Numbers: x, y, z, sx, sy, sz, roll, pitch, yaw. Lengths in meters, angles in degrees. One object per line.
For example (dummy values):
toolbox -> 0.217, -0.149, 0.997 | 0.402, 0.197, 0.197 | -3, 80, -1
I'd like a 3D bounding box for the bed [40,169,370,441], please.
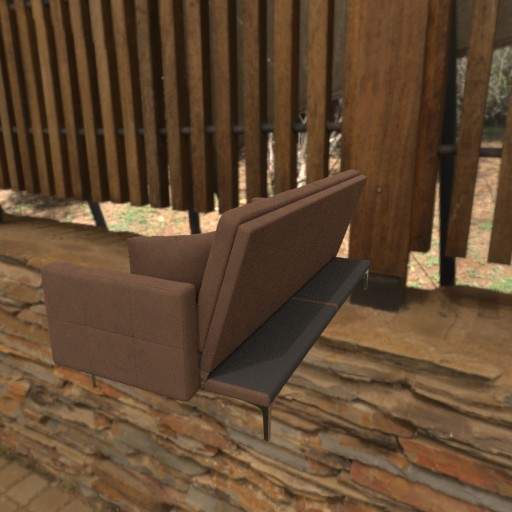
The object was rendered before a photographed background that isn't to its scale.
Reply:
bed -> 0.000, 0.000, 2.317 | 0.889, 0.787, 1.905 | 7, 17, 24
